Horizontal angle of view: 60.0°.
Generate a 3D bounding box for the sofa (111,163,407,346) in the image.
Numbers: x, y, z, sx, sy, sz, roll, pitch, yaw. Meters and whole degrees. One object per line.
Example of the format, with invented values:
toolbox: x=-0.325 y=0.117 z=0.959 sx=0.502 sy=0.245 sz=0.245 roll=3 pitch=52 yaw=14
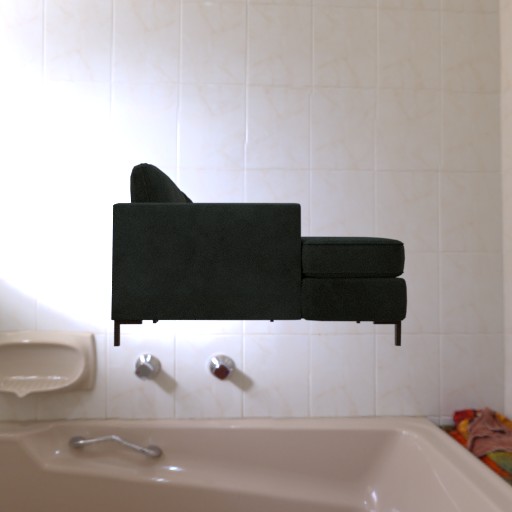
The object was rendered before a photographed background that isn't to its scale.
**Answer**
sofa: x=0.000 y=0.000 z=3.902 sx=1.500 sy=0.967 sz=3.400 roll=0 pitch=-1 yaw=-1
